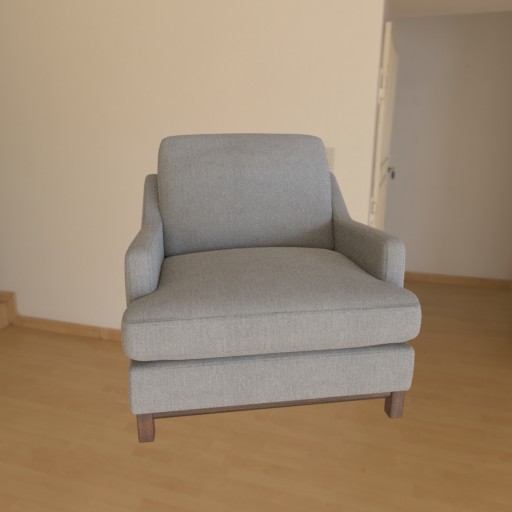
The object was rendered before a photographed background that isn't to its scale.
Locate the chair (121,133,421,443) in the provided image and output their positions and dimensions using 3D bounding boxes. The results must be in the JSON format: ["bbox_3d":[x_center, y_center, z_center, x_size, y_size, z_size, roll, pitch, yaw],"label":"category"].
[{"bbox_3d":[0.000,0.000,1.555,0.826,0.821,0.892,-2,16,-8],"label":"chair"}]
